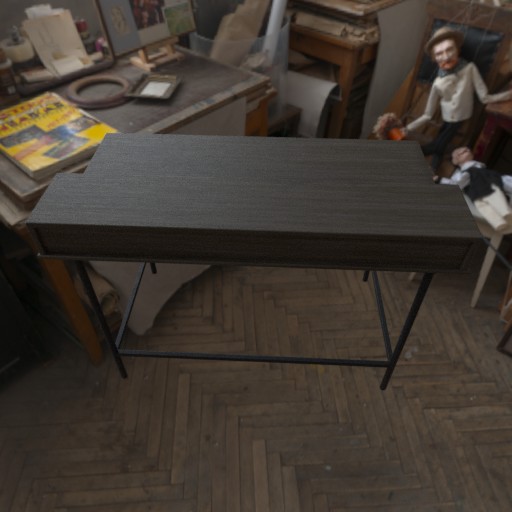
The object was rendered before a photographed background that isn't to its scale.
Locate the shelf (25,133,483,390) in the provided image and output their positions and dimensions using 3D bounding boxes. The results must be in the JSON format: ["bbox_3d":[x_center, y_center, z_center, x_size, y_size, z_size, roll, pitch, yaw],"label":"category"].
[{"bbox_3d":[0.000,0.000,1.698,1.212,0.865,0.685,2,45,2],"label":"shelf"}]
